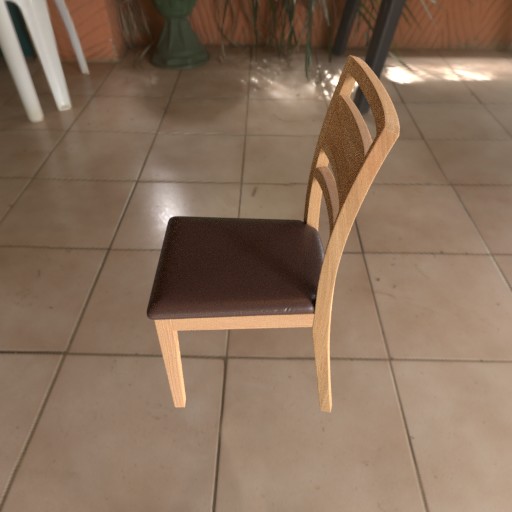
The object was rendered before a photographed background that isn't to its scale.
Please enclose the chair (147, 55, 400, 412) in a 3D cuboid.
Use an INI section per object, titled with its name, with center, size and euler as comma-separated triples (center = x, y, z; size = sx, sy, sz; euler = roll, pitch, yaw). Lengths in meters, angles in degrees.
[chair]
center = 0.000, 0.000, 1.226
size = 0.545, 0.940, 0.420
euler = 0, 42, 0
